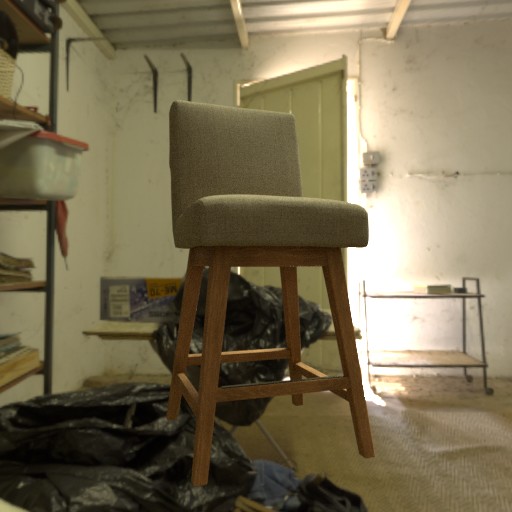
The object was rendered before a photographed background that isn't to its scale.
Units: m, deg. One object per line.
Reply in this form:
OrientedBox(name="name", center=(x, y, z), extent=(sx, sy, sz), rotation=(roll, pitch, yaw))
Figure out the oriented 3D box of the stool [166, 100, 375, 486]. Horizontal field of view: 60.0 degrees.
OrientedBox(name="stool", center=(0.000, 0.000, 1.281), extent=(0.459, 1.010, 0.526), rotation=(0, -1, -19))
